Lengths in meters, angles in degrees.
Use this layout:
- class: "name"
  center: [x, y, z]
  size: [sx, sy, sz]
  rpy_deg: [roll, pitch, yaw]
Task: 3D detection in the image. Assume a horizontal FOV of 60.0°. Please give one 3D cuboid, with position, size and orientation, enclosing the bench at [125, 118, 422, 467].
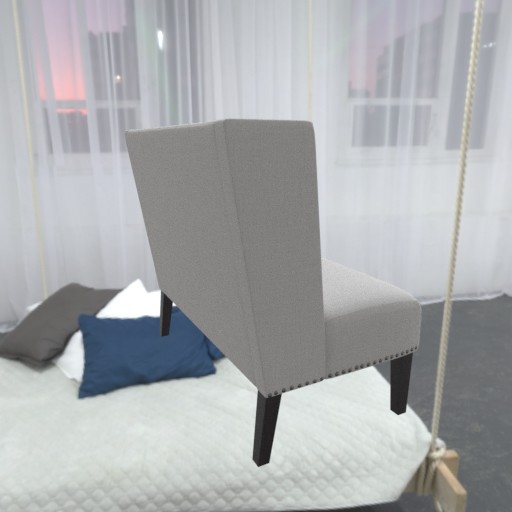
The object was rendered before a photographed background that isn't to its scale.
- class: "bench"
  center: [0.000, 0.000, 2.016]
  size: [0.847, 1.123, 1.280]
  rpy_deg: [-7, 16, -27]
